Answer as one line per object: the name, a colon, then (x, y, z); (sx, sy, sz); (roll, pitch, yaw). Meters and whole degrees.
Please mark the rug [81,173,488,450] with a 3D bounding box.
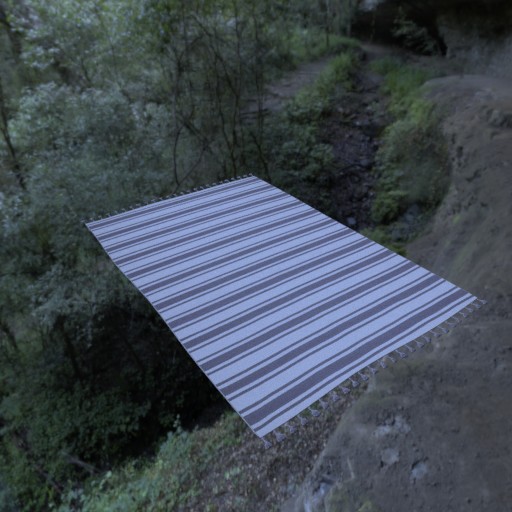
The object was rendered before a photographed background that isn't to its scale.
rug: (0.000, 0.000, 3.766); (2.030, 0.017, 3.040); (-21, 38, -29)
